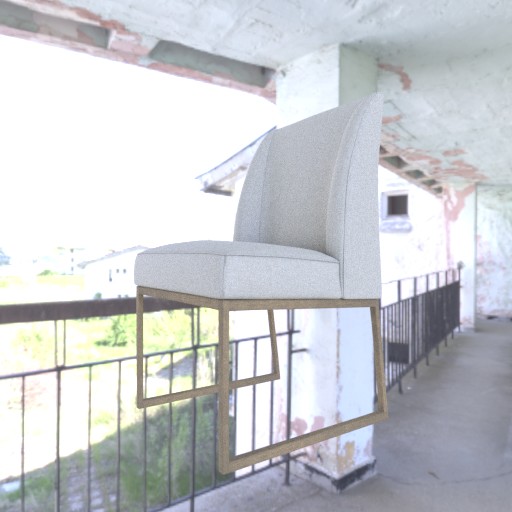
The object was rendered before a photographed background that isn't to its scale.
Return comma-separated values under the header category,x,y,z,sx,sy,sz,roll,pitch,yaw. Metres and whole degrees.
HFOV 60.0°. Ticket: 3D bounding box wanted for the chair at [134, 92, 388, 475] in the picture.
category,x,y,z,sx,sy,sz,roll,pitch,yaw
chair,0.000,0.000,1.210,0.522,0.863,0.508,0,0,-36
